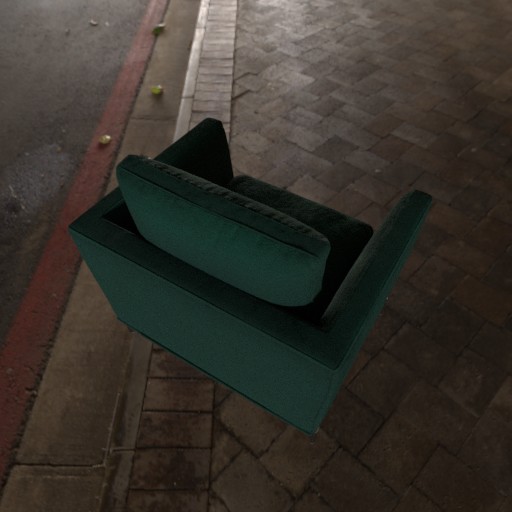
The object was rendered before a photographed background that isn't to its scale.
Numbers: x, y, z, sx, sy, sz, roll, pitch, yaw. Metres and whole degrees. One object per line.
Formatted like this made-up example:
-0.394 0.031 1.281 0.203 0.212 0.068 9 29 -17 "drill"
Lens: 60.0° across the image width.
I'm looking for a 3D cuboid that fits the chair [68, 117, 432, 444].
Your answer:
0.000 0.000 1.778 1.047 0.997 0.852 25 53 21 "chair"
